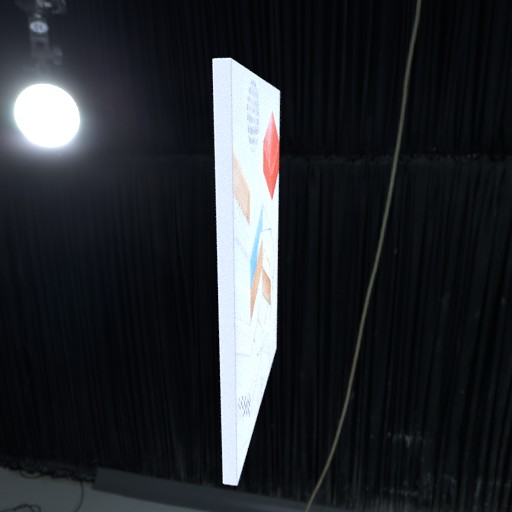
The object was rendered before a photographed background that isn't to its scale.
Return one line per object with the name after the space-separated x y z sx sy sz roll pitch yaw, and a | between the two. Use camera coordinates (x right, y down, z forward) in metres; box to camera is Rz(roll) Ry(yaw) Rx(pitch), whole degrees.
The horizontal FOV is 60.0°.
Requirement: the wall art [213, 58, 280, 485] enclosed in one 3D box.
0.000 0.000 1.640 0.046 1.221 0.914 3 16 10 | wall art
